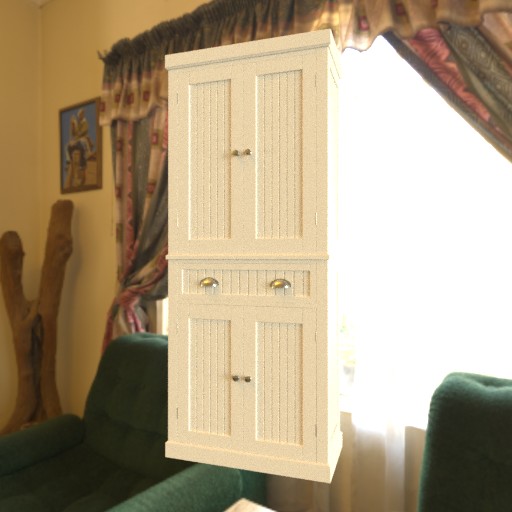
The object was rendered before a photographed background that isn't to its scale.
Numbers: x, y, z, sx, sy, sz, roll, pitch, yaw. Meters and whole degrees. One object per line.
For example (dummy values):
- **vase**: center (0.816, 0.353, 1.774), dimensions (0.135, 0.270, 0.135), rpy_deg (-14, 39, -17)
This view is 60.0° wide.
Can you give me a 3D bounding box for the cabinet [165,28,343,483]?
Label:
- **cabinet**: center (0.000, 0.000, 2.072), dimensions (0.754, 1.829, 0.390), rpy_deg (0, 0, 18)
